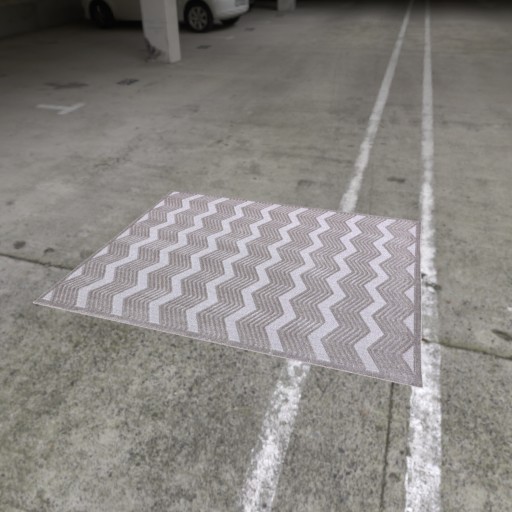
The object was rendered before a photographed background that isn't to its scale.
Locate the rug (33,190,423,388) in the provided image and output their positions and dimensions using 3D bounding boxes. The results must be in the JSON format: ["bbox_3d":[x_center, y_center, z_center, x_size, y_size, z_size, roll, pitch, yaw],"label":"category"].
[{"bbox_3d":[0.000,0.000,4.038,2.880,0.005,2.391,9,32,15],"label":"rug"}]
